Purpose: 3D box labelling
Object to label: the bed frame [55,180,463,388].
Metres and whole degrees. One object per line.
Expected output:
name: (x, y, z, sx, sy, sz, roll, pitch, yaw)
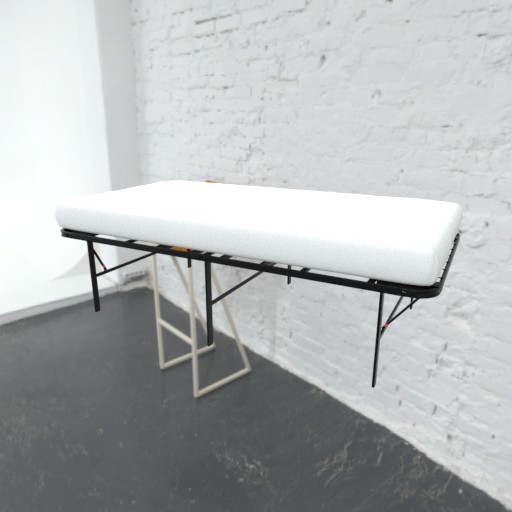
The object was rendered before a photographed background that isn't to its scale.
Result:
bed frame: (0.000, 0.000, 2.359, 1.903, 0.619, 0.989, 9, 19, 27)
